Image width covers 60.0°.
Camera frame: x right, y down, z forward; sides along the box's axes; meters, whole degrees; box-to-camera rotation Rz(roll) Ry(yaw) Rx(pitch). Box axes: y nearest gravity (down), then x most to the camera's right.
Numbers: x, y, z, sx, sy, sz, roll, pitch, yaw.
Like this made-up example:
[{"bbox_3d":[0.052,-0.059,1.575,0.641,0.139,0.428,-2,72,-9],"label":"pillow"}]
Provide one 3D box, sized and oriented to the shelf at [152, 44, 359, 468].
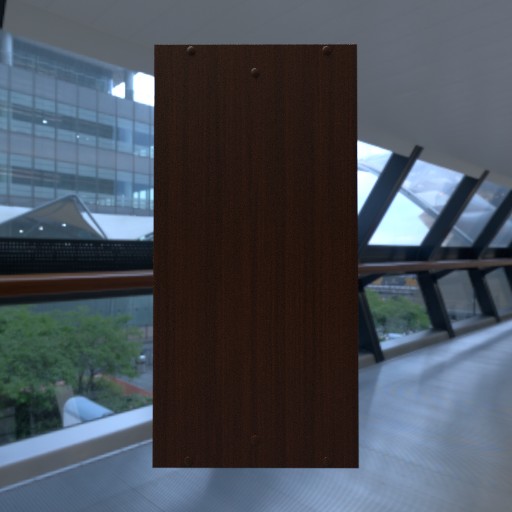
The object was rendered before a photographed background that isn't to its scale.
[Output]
[{"bbox_3d":[0.000,0.000,0.752,0.290,0.600,0.253,0,-1,0],"label":"shelf"}]
